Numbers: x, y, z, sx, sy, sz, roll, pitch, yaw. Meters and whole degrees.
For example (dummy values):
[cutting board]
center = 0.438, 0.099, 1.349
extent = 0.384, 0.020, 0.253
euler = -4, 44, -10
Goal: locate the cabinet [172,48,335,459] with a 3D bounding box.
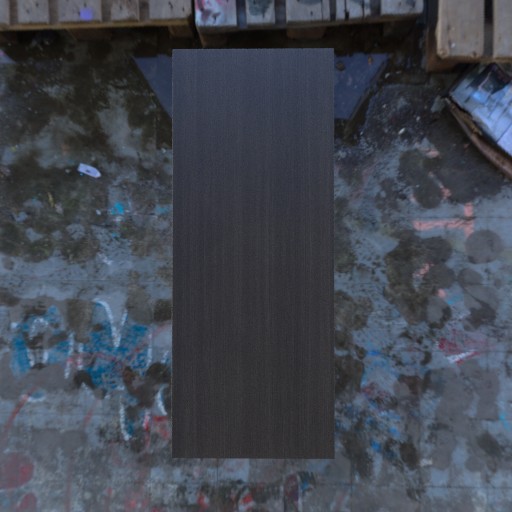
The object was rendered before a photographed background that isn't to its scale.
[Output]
[cabinet]
center = 0.000, 0.000, 1.677
extent = 0.400, 1.170, 1.010
euler = 0, 89, 1
